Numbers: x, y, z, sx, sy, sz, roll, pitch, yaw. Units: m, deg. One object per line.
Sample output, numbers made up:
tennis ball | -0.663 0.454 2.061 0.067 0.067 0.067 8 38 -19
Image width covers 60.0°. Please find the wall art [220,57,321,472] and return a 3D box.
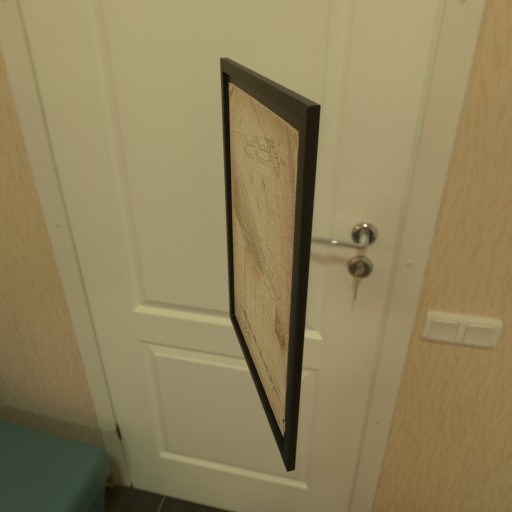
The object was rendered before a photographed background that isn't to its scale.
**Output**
wall art | 0.000 0.000 0.859 0.016 0.657 0.480 -8 31 -14
